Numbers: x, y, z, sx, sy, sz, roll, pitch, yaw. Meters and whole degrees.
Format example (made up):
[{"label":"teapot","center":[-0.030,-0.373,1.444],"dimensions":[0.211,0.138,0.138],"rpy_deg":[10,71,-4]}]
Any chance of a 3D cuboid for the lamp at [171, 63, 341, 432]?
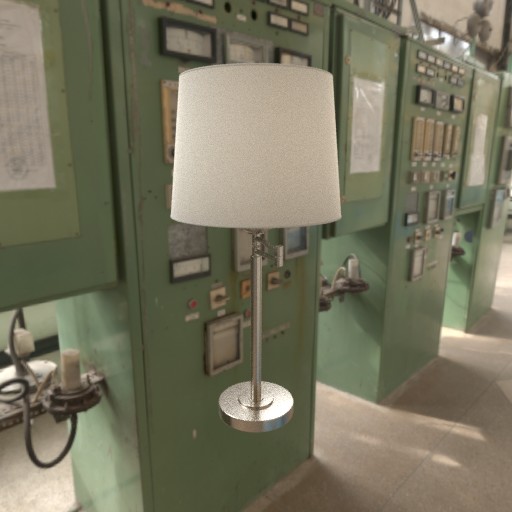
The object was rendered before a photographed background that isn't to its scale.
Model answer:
[{"label":"lamp","center":[0.000,0.000,0.897],"dimensions":[0.333,0.696,0.333],"rpy_deg":[0,13,0]}]
